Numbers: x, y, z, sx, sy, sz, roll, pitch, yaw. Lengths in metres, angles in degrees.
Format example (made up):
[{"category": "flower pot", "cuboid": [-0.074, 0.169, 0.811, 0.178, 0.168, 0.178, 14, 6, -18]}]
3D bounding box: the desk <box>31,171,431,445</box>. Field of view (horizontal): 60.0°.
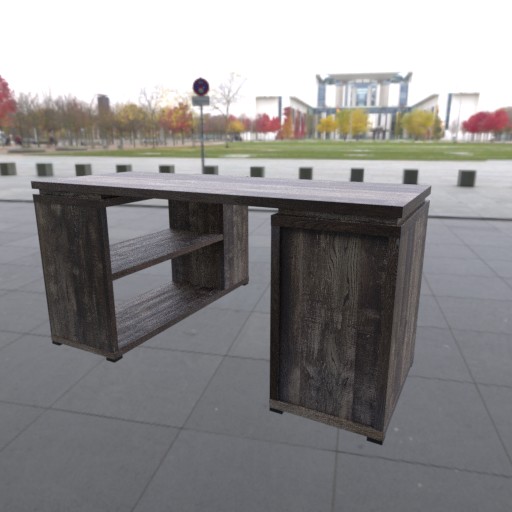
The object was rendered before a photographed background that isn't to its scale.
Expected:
[{"category": "desk", "cuboid": [0.000, 0.000, 2.145, 1.524, 0.753, 1.200, 8, 17, 27]}]
